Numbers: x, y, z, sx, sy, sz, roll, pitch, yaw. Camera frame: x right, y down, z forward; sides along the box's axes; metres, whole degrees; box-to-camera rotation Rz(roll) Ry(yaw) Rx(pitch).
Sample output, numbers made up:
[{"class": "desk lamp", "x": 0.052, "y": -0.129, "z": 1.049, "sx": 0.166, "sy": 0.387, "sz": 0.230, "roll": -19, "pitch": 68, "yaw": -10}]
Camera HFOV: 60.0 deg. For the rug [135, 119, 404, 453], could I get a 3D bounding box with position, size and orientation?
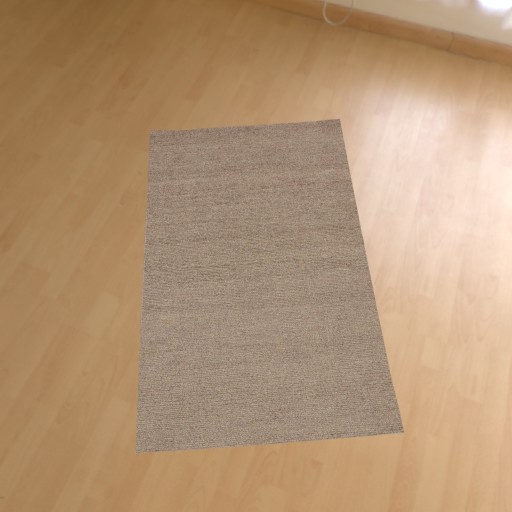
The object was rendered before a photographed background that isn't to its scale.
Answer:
[{"class": "rug", "x": 0.000, "y": 0.000, "z": 2.281, "sx": 1.154, "sy": 0.021, "sz": 1.792, "roll": -4, "pitch": 64, "yaw": -2}]
